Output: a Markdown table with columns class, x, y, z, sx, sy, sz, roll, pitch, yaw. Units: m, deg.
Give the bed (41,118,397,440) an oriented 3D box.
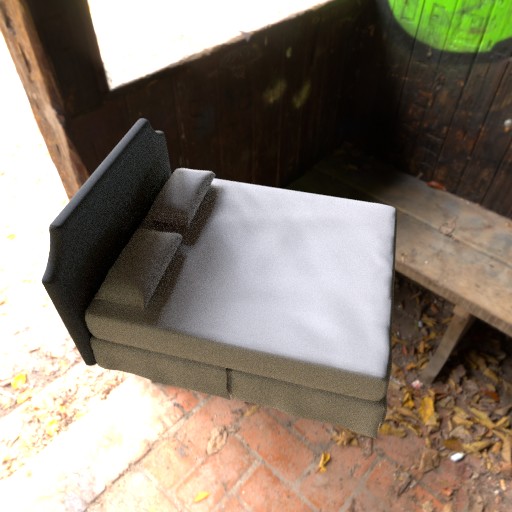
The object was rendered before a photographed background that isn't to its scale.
| class | x | y | z | sx | sy | sz | roll | pitch | yaw |
| --- | --- | --- | --- | --- | --- | --- | --- | --- | --- |
| bed | 0.000 | 0.000 | 3.379 | 2.259 | 1.296 | 1.811 | 10 | 47 | 10 |
